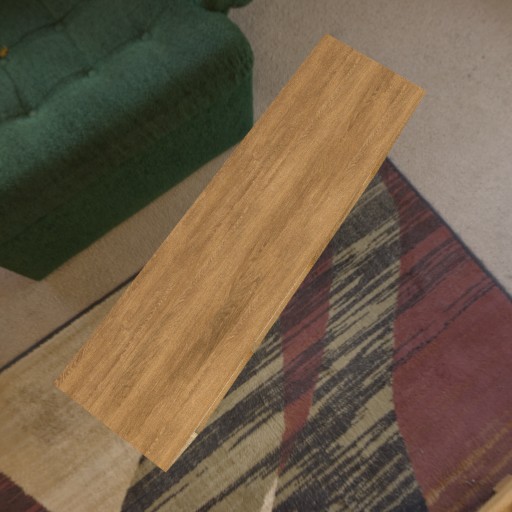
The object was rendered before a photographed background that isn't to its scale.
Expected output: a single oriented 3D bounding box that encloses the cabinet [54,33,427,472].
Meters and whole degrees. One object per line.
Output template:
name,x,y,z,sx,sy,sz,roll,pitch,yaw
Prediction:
cabinet,0.000,0.000,1.954,0.450,0.870,1.600,34,78,8
